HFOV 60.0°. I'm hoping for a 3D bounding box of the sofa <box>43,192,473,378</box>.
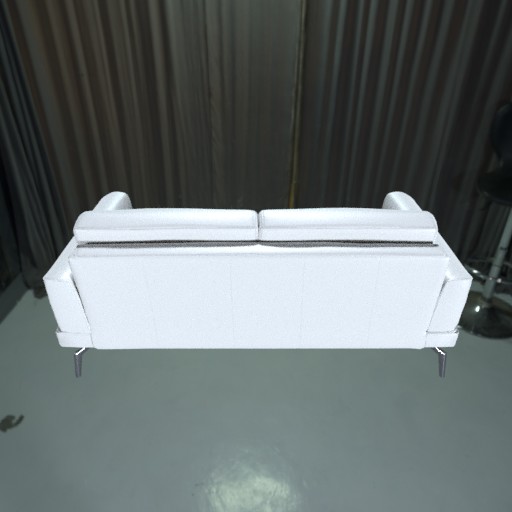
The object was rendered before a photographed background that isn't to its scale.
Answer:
[{"bbox_3d":[0.000,0.000,2.691,2.177,0.930,1.121,0,31,0],"label":"sofa"}]
